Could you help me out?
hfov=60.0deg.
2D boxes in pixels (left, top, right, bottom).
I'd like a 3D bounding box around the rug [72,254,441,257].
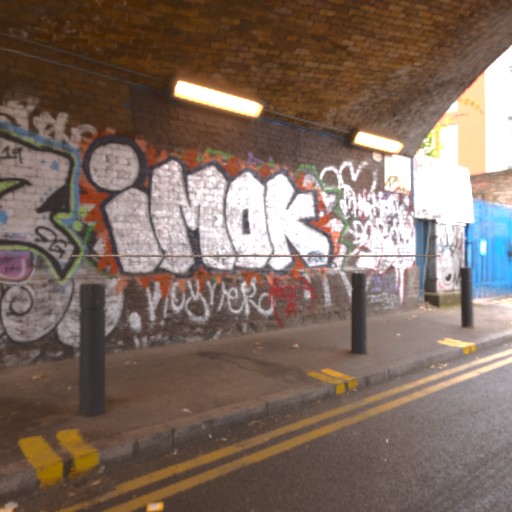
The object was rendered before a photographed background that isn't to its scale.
[{"bbox_3d":[0.000,0.000,2.231,1.148,0.010,1.754,0,0,0],"label":"rug"}]
